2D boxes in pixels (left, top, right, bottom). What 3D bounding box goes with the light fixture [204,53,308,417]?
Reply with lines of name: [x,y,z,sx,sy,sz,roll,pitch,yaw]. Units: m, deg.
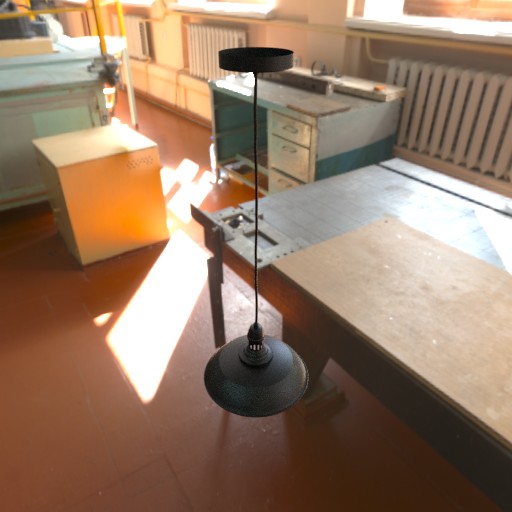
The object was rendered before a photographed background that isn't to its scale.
light fixture: [0.000,0.000,1.178,0.331,0.993,0.331,0,32,1]
